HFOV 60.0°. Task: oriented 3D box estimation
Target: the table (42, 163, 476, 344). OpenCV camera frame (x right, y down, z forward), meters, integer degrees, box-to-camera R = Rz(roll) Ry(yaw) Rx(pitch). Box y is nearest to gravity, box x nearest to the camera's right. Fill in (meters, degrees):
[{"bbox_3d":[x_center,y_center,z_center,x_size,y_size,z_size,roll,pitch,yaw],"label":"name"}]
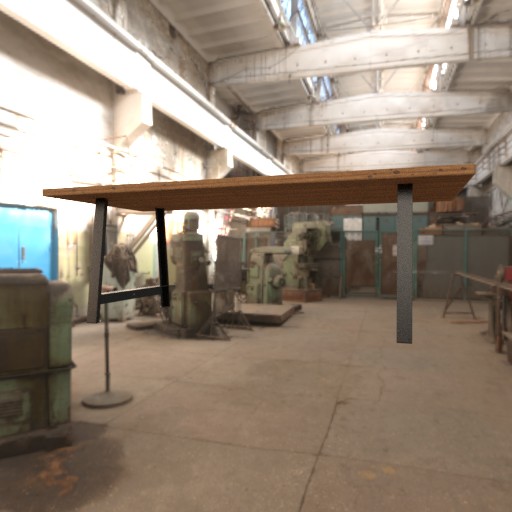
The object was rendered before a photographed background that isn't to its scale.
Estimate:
[{"bbox_3d":[0.000,0.000,2.603,2.200,0.757,1.000,0,1,19],"label":"table"}]
